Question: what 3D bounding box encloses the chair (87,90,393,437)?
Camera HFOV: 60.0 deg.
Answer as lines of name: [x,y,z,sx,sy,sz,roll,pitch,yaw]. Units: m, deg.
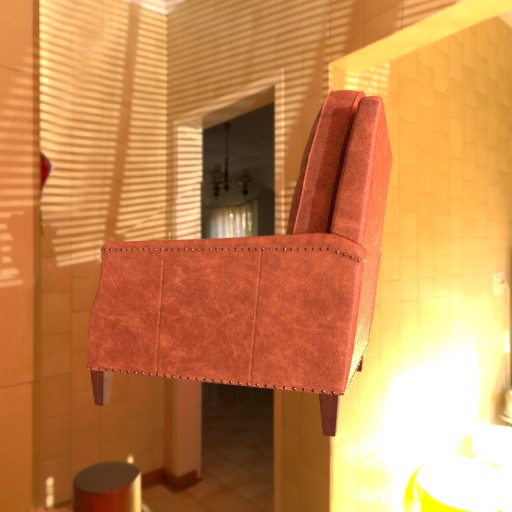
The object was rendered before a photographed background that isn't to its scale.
chair: [0.000,0.000,1.793,1.035,1.054,0.854,0,0,19]
